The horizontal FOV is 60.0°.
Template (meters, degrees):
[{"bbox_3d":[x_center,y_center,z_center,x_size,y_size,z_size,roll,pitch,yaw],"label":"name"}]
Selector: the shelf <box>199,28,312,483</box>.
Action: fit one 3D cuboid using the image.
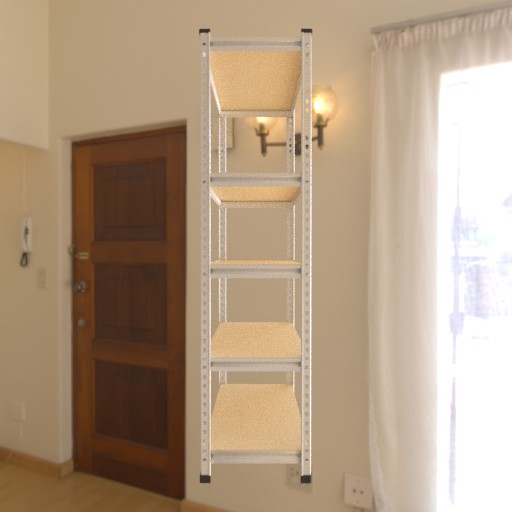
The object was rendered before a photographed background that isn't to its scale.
[{"bbox_3d":[0.000,0.000,2.239,0.457,1.829,0.914,0,1,0],"label":"shelf"}]
